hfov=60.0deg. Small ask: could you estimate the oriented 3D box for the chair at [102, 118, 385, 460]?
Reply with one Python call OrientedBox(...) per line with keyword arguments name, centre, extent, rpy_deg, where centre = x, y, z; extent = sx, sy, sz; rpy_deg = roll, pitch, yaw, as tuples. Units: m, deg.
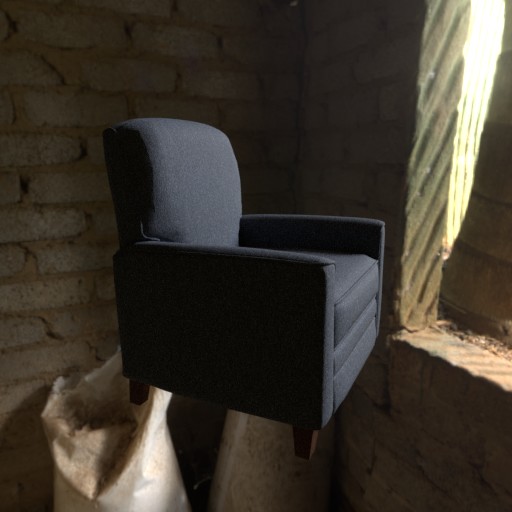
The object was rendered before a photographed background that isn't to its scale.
OrientedBox(name="chair", centre=(0.000, 0.000, 1.682), extent=(0.850, 1.016, 0.839), rpy_deg=(7, 15, 26))
